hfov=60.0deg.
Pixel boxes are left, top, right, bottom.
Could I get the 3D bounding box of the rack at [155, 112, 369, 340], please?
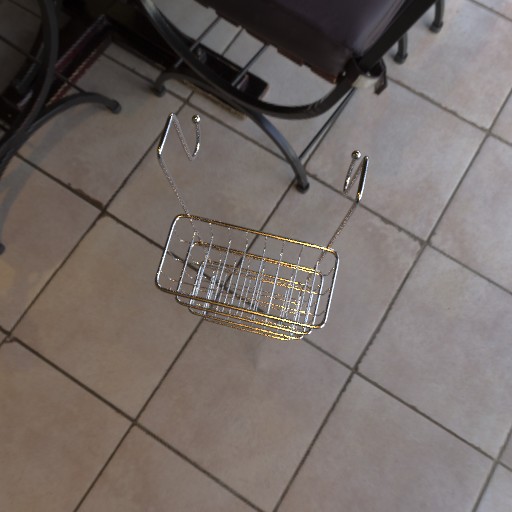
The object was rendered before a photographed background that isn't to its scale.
[{"bbox_3d":[0.000,0.000,0.688,0.228,0.574,0.202,13,76,3],"label":"rack"}]
